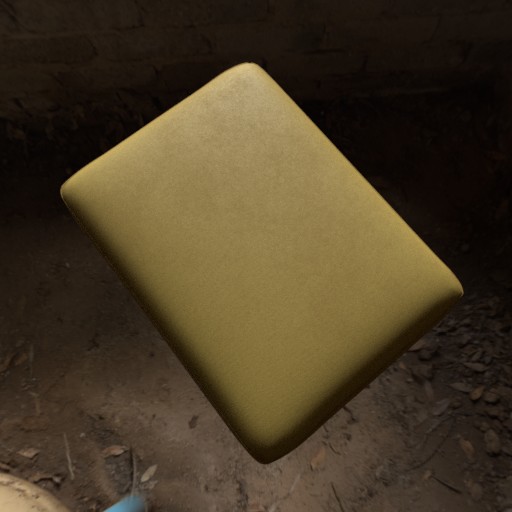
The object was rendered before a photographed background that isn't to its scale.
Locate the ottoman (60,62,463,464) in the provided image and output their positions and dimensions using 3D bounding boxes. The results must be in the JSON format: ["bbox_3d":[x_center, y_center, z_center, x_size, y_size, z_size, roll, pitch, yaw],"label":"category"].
[{"bbox_3d":[0.000,0.000,1.165,0.608,0.449,0.811,-38,78,-9],"label":"ottoman"}]
